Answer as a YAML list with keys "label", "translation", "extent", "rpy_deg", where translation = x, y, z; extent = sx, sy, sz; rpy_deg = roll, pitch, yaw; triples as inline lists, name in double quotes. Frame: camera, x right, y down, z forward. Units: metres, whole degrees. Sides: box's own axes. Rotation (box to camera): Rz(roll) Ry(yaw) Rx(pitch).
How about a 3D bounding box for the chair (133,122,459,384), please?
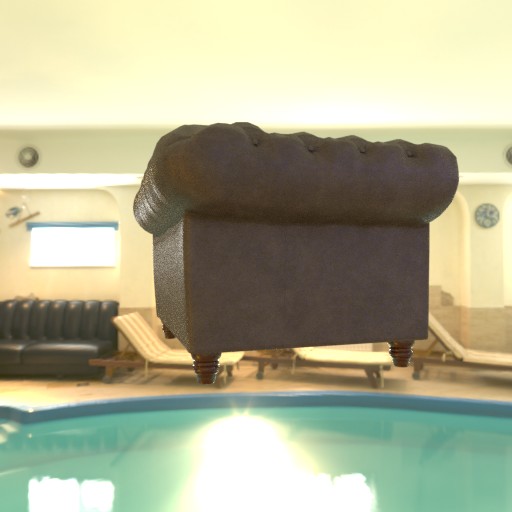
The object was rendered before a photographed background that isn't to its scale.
- label: "chair"
  translation: [0.000, 0.000, 1.837]
  extent: [0.943, 0.780, 1.298]
  rpy_deg: [0, -1, -18]
